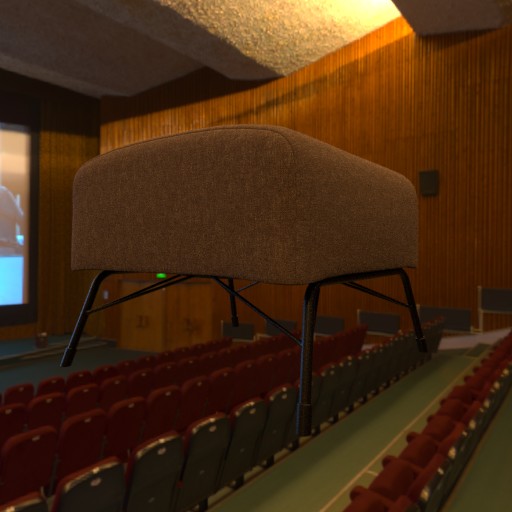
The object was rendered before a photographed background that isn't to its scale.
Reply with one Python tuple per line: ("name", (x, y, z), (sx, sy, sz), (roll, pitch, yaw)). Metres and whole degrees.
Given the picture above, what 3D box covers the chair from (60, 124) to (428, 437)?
("chair", (0.000, 0.000, 0.883), (0.530, 0.410, 0.530), (1, 2, 36))
